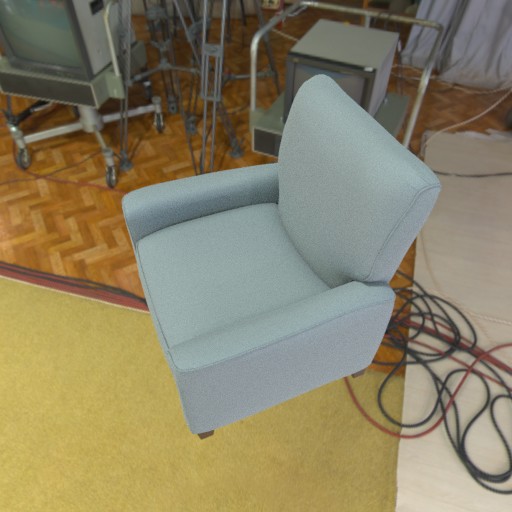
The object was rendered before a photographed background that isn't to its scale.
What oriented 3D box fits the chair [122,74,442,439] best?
[{"bbox_3d":[0.000,0.000,1.644,0.846,1.007,0.853,-17,51,-15],"label":"chair"}]
